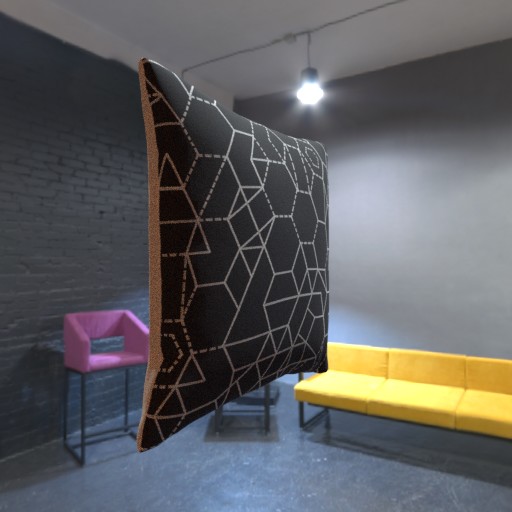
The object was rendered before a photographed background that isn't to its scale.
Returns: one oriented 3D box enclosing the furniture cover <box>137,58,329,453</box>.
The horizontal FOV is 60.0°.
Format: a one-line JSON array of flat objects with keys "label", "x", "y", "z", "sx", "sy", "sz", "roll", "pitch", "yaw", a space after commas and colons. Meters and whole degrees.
[{"label": "furniture cover", "x": 0.000, "y": 0.000, "z": 0.777, "sx": 0.158, "sy": 0.508, "sz": 0.517, "roll": 0, "pitch": -1, "yaw": 35}]
